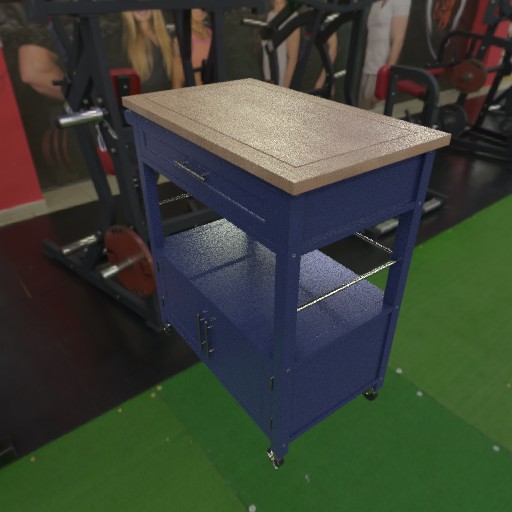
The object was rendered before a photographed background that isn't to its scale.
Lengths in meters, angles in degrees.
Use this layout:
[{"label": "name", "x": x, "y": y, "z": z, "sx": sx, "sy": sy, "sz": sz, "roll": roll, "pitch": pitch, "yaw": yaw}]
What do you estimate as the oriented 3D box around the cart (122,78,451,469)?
[{"label": "cart", "x": 0.000, "y": 0.000, "z": 1.395, "sx": 0.459, "sy": 0.901, "sz": 0.840, "roll": -22, "pitch": 38, "yaw": -30}]
